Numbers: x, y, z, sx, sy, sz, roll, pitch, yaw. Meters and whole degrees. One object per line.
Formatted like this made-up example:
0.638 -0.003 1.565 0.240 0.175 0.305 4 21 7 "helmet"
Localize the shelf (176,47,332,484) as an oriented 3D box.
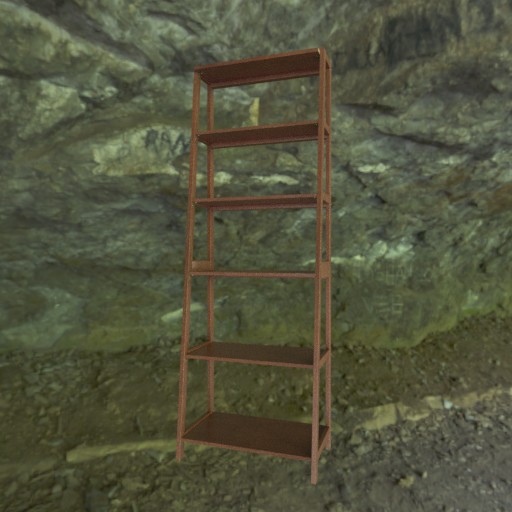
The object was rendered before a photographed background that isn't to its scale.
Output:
0.000 0.000 2.121 0.660 1.892 0.382 0 0 19 "shelf"
